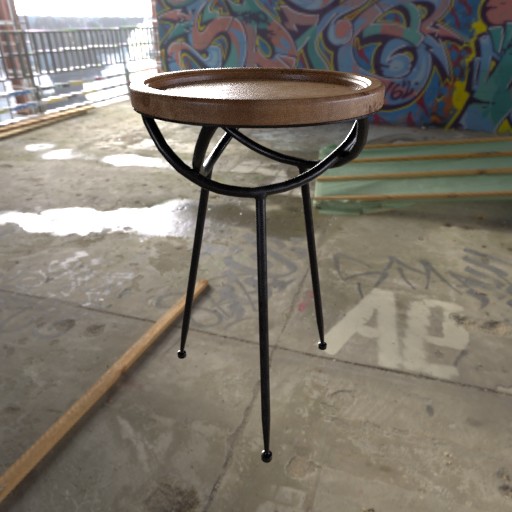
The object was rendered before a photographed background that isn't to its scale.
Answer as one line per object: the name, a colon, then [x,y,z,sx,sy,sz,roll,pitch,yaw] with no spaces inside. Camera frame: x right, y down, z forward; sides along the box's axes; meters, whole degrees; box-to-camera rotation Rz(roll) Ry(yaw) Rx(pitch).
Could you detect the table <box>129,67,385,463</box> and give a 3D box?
table: [0.000,0.000,0.890,0.418,0.664,0.414,20,34,33]
